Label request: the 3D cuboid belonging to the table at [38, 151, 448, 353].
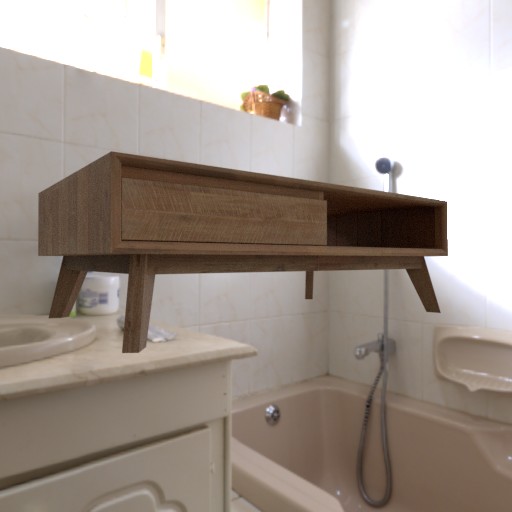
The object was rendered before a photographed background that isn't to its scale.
[{"bbox_3d":[0.000,0.000,1.995,1.619,0.531,0.918,0,-1,-37],"label":"table"}]
